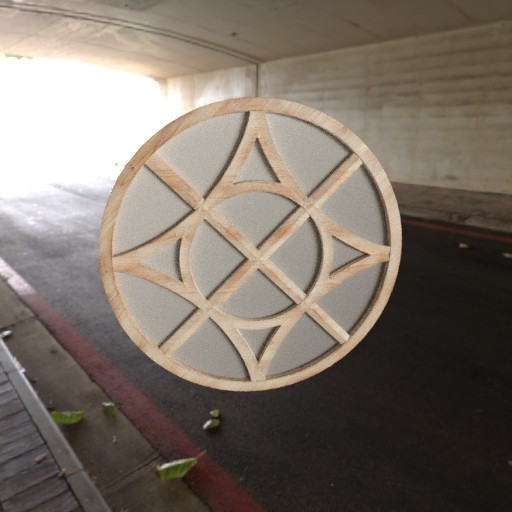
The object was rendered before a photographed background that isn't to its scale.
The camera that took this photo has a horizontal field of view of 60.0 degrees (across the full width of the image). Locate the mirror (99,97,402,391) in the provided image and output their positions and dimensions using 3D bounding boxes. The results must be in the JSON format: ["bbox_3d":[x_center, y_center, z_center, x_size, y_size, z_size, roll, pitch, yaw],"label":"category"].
[{"bbox_3d":[0.000,0.000,1.054,0.710,0.710,0.038,-2,17,-8],"label":"mirror"}]
